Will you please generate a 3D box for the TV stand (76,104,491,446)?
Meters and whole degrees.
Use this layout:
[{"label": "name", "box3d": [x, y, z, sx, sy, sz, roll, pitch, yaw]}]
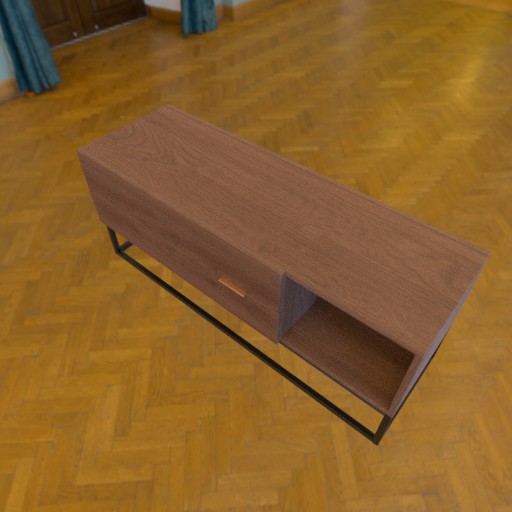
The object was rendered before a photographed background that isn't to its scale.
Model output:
[{"label": "TV stand", "box3d": [0.000, 0.000, 1.452, 1.200, 0.500, 0.415, 31, 54, 26]}]
